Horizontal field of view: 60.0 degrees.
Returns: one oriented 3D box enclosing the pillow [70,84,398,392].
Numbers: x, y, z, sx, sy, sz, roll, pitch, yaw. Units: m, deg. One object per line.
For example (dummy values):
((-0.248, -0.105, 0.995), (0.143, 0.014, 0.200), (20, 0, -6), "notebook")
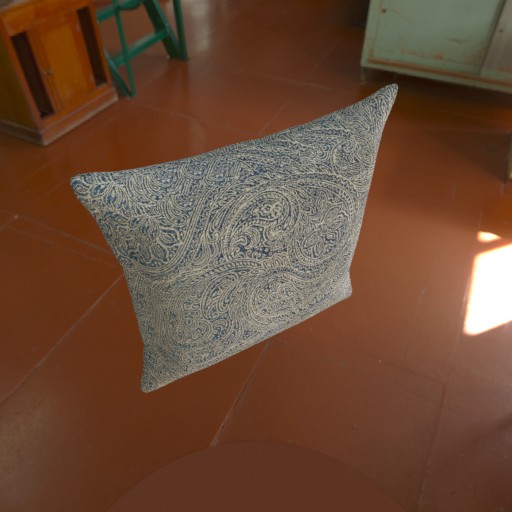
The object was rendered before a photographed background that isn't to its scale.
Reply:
((0.000, 0.000, 0.793), (0.523, 0.510, 0.166), (-22, 50, -20), "pillow")
